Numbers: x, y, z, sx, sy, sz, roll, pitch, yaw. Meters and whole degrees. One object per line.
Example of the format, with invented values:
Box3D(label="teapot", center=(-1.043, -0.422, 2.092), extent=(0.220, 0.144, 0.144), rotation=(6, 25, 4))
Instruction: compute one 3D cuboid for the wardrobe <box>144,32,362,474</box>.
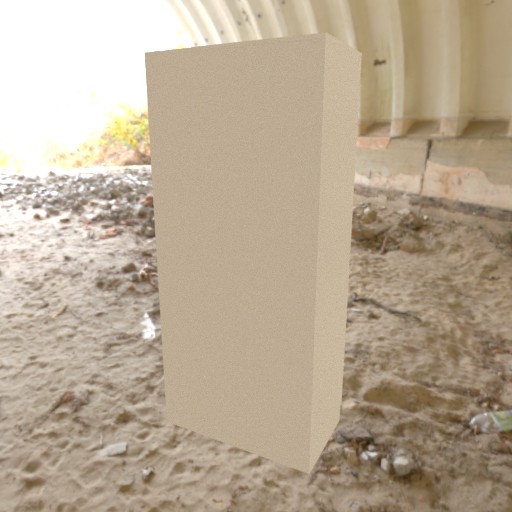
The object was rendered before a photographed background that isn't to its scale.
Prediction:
Box3D(label="wardrobe", center=(0.000, 0.000, 2.019), extent=(0.760, 1.700, 0.470), rotation=(8, 17, 27))
